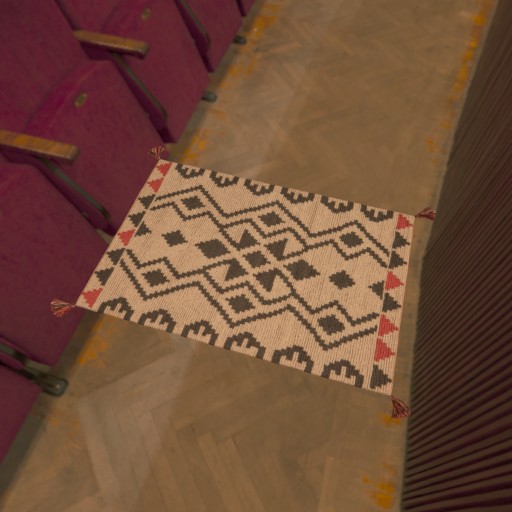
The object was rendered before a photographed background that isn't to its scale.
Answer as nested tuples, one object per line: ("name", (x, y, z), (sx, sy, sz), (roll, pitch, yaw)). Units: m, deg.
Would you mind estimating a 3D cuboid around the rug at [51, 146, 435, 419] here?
("rug", (0.000, 0.000, 2.733), (2.069, 0.067, 1.444), (14, 58, 9))
